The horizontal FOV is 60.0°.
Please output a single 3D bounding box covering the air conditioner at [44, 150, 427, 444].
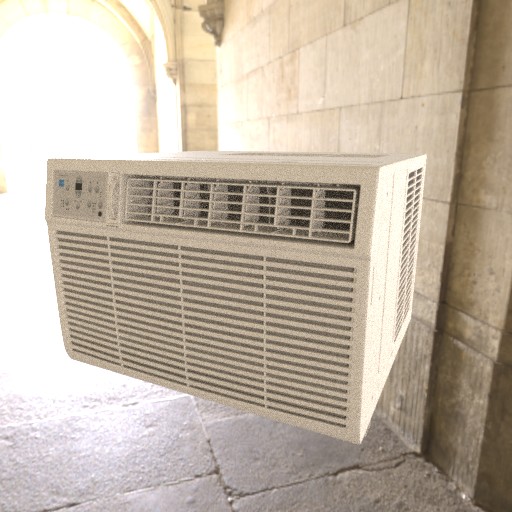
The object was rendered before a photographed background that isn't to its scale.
[{"bbox_3d":[0.000,0.000,1.026,0.645,0.455,0.599,7,16,25],"label":"air conditioner"}]
